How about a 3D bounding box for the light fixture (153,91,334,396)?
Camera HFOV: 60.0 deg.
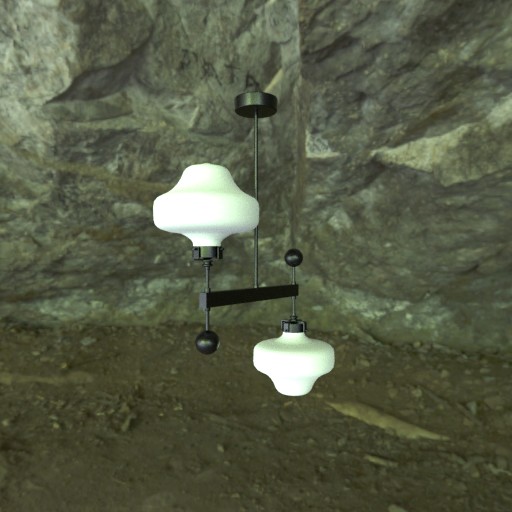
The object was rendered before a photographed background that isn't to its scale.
[{"bbox_3d":[0.000,0.000,1.051,0.422,0.743,0.489,0,0,-1],"label":"light fixture"}]
